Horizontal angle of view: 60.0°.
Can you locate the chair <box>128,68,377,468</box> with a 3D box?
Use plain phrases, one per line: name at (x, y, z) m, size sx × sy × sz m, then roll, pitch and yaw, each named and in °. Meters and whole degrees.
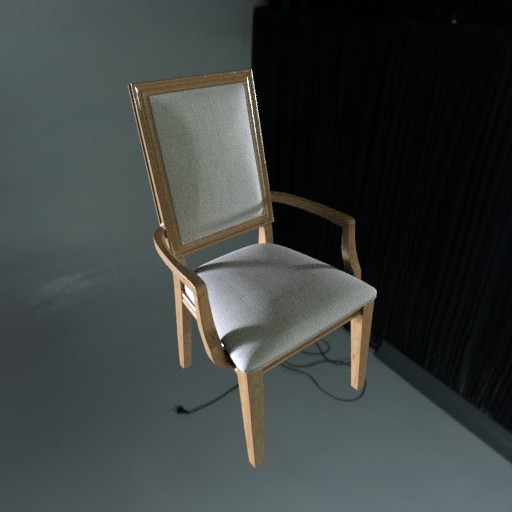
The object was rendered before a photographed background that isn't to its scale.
chair at (0.000, 0.000, 1.383) m, size 0.606 × 0.990 × 0.602 m, roll -23°, pitch 38°, yaw -33°
